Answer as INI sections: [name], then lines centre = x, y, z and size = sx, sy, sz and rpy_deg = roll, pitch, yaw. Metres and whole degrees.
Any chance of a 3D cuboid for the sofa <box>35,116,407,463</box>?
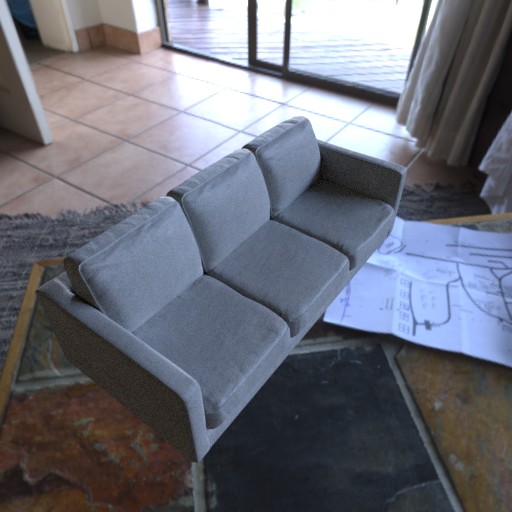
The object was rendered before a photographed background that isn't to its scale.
[sofa]
centre = 0.000, 0.000, 2.481
size = 0.944, 0.918, 1.983
rpy_deg = 26, 48, 27
